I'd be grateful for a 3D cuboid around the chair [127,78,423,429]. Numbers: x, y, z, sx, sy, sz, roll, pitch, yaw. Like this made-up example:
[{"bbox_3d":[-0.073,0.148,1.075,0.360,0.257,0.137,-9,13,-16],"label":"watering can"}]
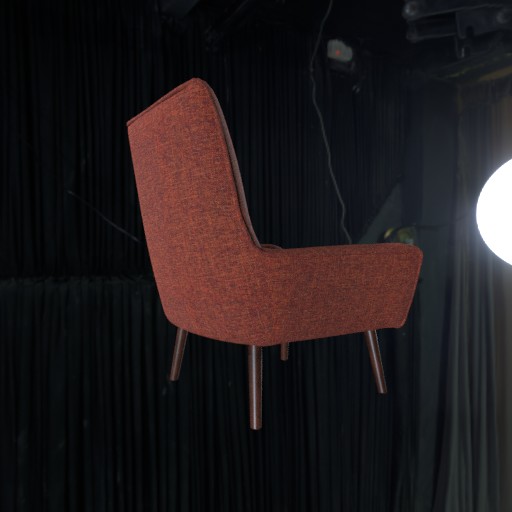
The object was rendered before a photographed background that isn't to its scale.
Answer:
[{"bbox_3d":[0.000,0.000,1.507,0.784,0.911,0.803,-1,1,-35],"label":"chair"}]
